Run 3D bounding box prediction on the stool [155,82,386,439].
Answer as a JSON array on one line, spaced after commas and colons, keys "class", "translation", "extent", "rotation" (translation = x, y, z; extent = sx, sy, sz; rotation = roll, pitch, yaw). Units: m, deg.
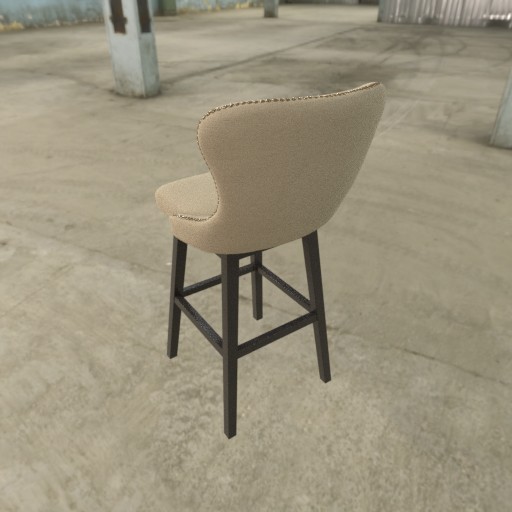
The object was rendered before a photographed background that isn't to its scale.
[{"class": "stool", "translation": [0.000, 0.000, 1.388], "extent": [0.528, 1.066, 0.605], "rotation": [-20, 36, -29]}]
